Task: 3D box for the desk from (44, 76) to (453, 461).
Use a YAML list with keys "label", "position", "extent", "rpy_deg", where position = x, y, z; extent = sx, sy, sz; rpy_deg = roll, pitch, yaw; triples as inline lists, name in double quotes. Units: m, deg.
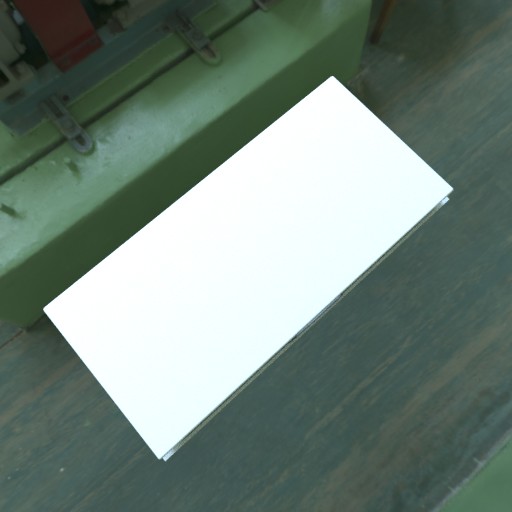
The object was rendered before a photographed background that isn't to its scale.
- label: "desk"
  position: [0.000, 0.000, 2.276]
  extent: [1.900, 0.526, 0.900]
  rpy_deg: [-41, 79, -9]
